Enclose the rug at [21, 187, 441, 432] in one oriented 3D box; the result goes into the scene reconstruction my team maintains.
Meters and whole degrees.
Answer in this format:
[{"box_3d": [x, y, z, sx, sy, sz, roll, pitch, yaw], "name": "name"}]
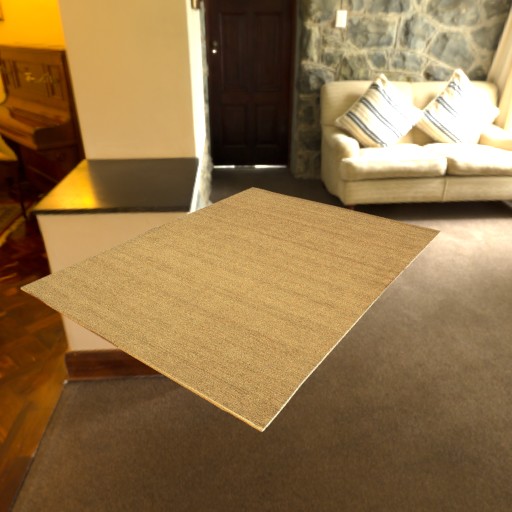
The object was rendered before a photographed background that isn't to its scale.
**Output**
[{"box_3d": [0.000, 0.000, 4.108, 2.434, 0.045, 3.202, 19, 33, 32], "name": "rug"}]
